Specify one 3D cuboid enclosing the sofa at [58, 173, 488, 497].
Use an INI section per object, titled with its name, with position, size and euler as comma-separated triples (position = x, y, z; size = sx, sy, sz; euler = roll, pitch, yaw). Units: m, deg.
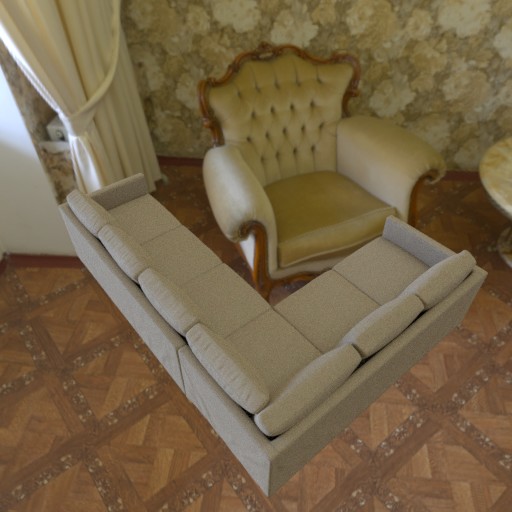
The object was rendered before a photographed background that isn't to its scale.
[sofa]
position = 0.000, 0.000, 4.192
size = 2.432, 0.871, 3.182
euler = -30, 52, -27
